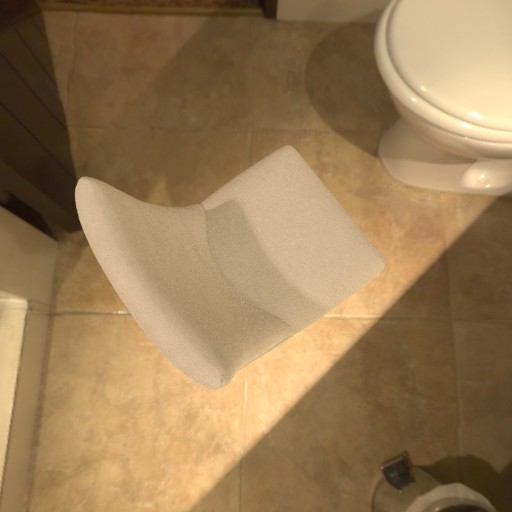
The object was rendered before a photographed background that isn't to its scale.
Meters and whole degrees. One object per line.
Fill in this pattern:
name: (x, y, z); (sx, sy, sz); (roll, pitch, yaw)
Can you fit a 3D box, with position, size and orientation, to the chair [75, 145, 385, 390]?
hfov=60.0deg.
chair: (0.000, 0.000, 1.257); (0.610, 0.902, 0.495); (-35, 79, -8)
